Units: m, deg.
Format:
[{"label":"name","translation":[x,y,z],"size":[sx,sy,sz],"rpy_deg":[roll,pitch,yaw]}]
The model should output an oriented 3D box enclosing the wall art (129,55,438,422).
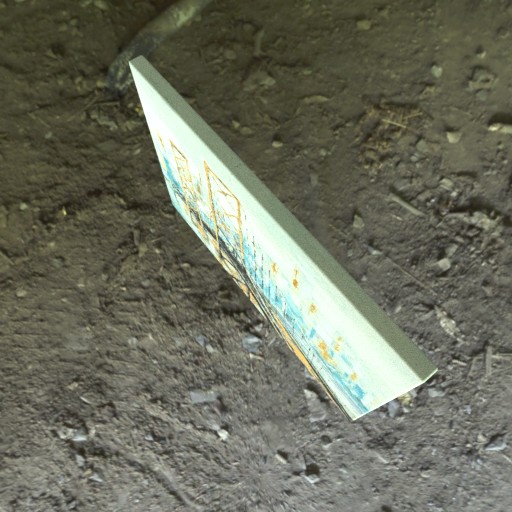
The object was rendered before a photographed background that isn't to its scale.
[{"label":"wall art","translation":[0.000,0.000,1.137],"size":[0.038,0.609,0.913],"rpy_deg":[-35,69,-16]}]
